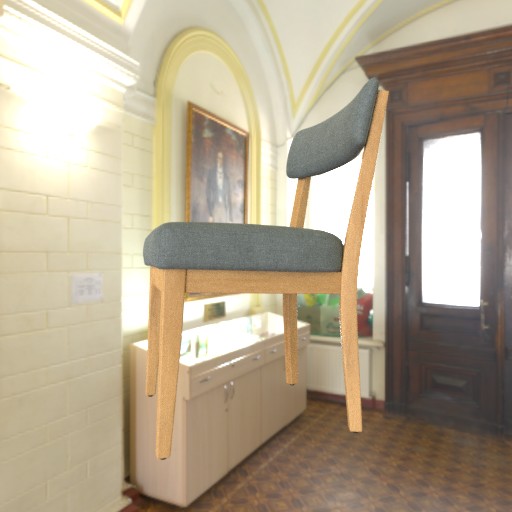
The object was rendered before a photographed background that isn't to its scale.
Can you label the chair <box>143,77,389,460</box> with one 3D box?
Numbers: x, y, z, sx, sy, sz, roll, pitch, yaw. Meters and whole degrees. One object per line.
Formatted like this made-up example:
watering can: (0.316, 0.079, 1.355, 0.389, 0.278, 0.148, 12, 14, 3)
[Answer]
chair: (0.000, 0.000, 1.188, 0.572, 0.832, 0.508, 0, 0, -17)
